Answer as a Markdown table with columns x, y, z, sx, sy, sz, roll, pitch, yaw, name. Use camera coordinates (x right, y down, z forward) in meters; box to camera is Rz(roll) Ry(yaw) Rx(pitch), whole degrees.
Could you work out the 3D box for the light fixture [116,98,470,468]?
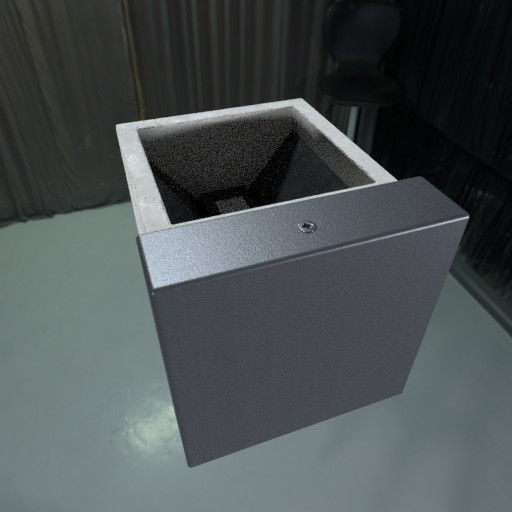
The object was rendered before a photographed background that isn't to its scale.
| x | y | z | sx | sy | sz | roll | pitch | yaw | name |
| --- | --- | --- | --- | --- | --- | --- | --- | --- | --- |
| 0.000 | 0.000 | 0.240 | 0.121 | 0.121 | 0.143 | -13 | 42 | -15 | light fixture |
